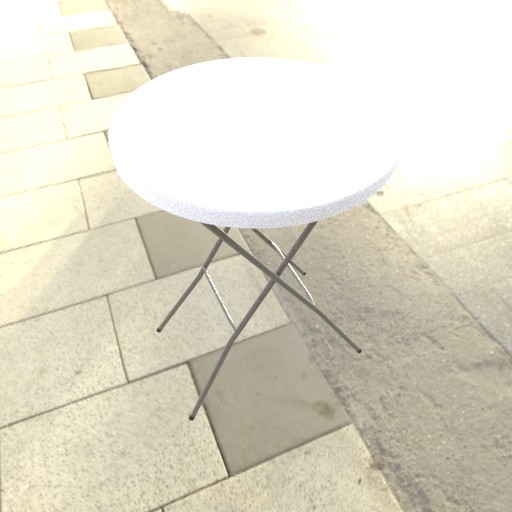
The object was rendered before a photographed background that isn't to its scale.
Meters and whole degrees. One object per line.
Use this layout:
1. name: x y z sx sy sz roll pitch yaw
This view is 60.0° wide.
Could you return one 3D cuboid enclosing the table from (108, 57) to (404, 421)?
1. table: 0.000 0.000 1.613 0.795 1.105 0.792 -19 49 -17
